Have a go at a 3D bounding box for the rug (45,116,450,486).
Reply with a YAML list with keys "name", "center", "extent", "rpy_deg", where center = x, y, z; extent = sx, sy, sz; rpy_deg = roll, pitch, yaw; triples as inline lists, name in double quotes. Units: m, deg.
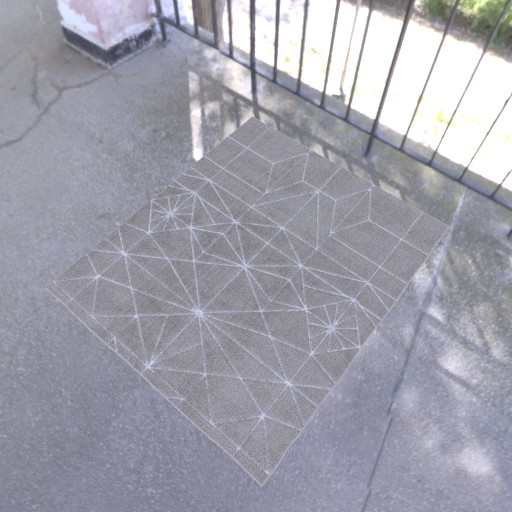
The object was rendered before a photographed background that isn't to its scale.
- name: "rug"
  center: [0.000, 0.000, 0.905]
  extent: [0.548, 0.006, 0.639]
  rpy_deg: [35, 64, 20]
